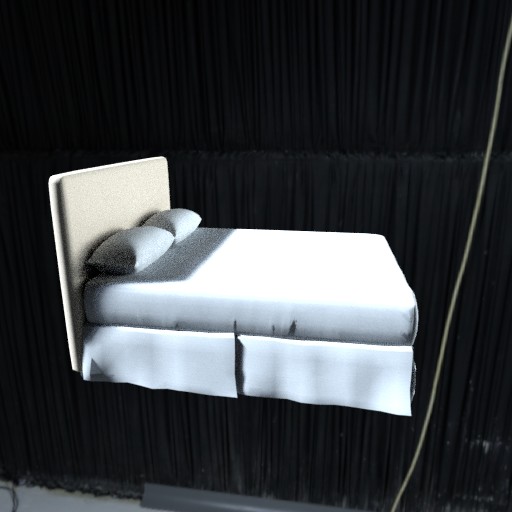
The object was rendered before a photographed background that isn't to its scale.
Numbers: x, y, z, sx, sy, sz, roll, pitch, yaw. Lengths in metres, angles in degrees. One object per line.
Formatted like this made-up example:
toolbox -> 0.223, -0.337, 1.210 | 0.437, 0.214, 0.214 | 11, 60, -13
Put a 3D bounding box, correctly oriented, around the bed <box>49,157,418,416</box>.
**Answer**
bed -> 0.000, 0.000, 3.290 | 2.142, 1.330, 1.748 | 3, 16, 9
